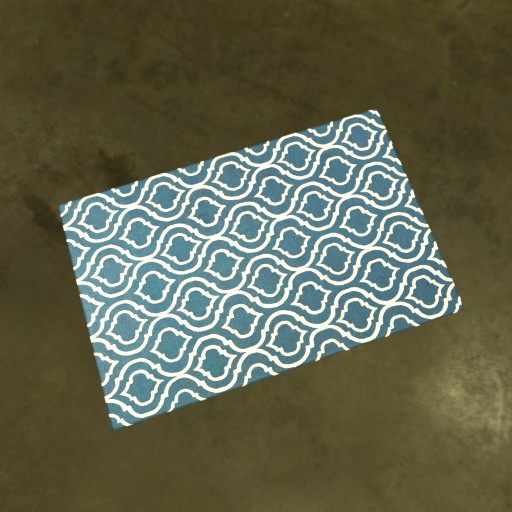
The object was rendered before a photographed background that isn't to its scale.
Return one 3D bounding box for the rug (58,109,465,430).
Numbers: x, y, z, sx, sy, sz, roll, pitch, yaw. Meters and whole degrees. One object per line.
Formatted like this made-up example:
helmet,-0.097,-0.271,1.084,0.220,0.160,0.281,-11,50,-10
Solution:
rug,0.000,0.000,2.206,1.753,0.010,1.143,-18,77,-4
